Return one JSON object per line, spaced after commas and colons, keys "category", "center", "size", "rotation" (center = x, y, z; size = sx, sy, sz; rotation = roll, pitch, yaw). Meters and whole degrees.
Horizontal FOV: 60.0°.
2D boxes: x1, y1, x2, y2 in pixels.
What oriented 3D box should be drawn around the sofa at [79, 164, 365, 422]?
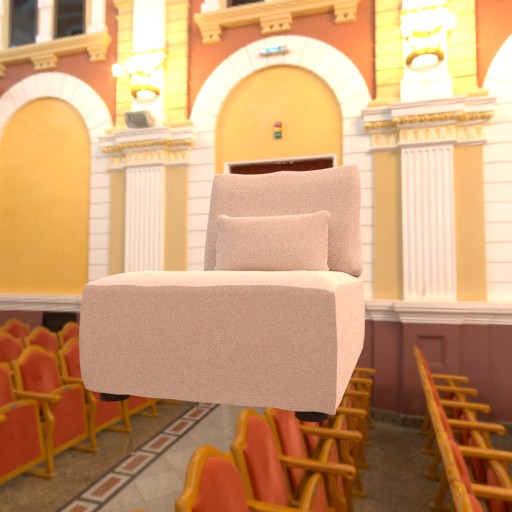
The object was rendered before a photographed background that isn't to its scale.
{"category": "sofa", "center": [0.000, 0.000, 1.590], "size": [0.700, 0.820, 1.000], "rotation": [-1, -2, 17]}
